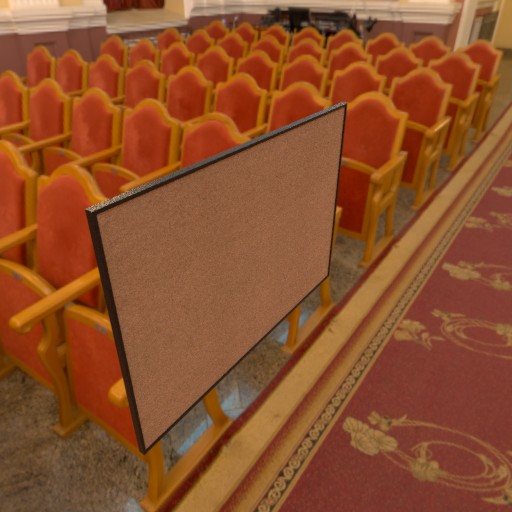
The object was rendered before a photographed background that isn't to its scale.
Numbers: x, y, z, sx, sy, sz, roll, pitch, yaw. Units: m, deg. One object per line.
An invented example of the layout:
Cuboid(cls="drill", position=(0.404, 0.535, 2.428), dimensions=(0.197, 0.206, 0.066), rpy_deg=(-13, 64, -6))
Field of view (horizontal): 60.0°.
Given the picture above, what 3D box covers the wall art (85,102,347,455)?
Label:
Cuboid(cls="wall art", position=(0.000, 0.000, 1.245), dimensions=(0.019, 0.660, 0.957), rpy_deg=(21, 37, 30))
